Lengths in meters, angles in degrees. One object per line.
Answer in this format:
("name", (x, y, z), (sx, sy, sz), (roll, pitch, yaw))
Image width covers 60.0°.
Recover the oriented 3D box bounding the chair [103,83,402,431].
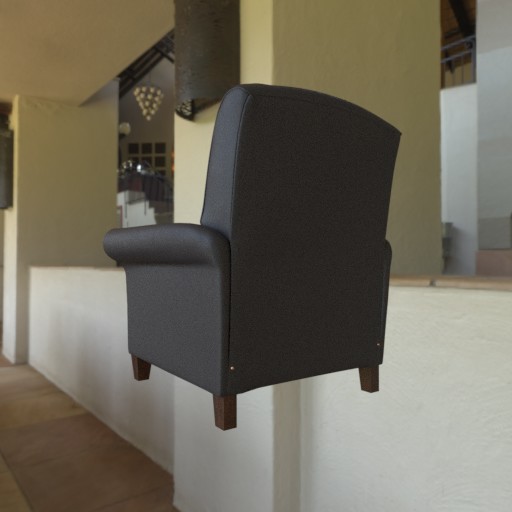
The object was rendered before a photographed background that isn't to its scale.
("chair", (0.000, 0.000, 1.806), (0.978, 1.061, 0.902), (1, -1, -36))
